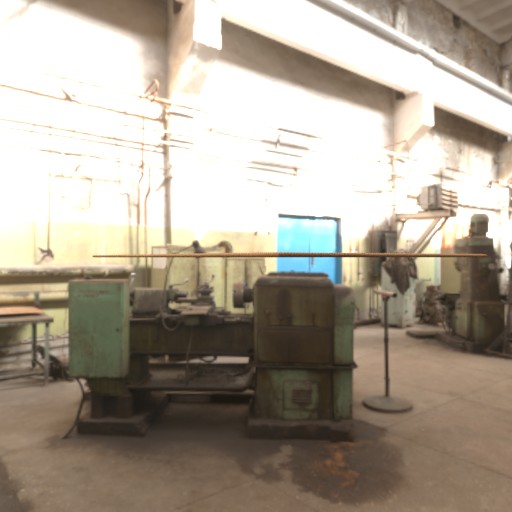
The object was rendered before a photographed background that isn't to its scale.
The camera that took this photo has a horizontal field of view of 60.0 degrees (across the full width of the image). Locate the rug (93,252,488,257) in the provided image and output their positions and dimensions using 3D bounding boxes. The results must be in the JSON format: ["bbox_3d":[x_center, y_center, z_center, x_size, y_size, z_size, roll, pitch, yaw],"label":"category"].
[{"bbox_3d":[0.000,0.000,2.126,1.078,0.013,1.678,0,0,-36],"label":"rug"}]
